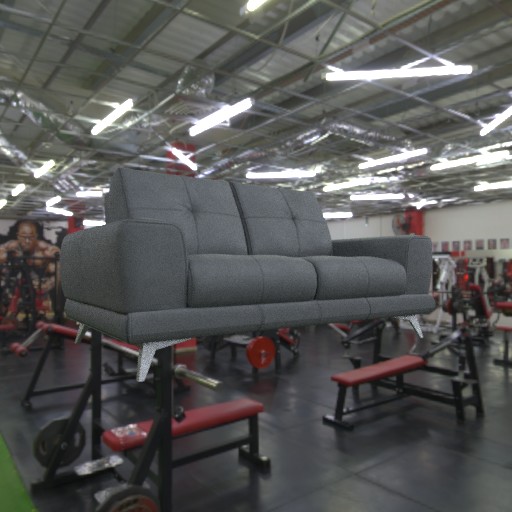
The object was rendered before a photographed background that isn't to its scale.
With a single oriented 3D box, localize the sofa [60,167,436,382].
[{"bbox_3d":[0.000,0.000,2.386,1.806,0.907,1.018,1,-1,-35],"label":"sofa"}]
